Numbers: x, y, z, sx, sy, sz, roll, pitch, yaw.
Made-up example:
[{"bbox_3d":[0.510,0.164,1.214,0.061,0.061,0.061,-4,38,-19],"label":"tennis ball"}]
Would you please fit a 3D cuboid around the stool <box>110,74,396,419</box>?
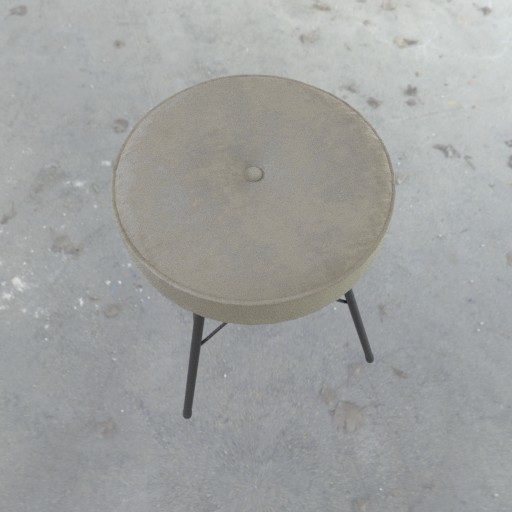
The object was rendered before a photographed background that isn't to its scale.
[{"bbox_3d":[0.000,0.000,0.860,0.457,0.538,0.423,-15,63,-8],"label":"stool"}]
